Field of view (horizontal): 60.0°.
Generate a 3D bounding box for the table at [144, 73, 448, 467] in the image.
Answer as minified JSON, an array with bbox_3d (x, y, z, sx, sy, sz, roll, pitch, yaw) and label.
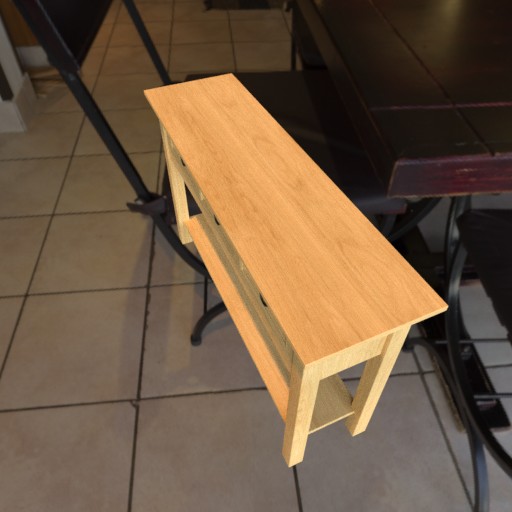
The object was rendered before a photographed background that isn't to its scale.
[{"bbox_3d":[0.000,0.000,1.554,0.350,0.730,1.240,-18,49,-16],"label":"table"}]
